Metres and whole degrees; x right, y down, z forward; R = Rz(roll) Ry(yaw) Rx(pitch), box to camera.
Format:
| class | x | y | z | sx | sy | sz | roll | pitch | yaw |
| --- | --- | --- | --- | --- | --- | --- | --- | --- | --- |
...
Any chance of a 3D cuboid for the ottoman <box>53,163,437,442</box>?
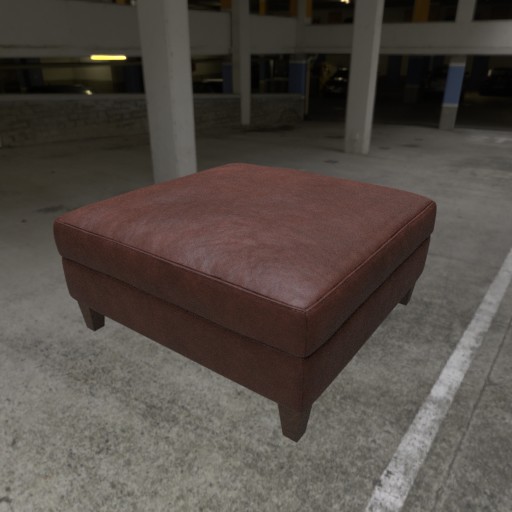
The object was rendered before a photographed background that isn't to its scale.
| class | x | y | z | sx | sy | sz | roll | pitch | yaw |
| --- | --- | --- | --- | --- | --- | --- | --- | --- | --- |
| ottoman | 0.000 | 0.000 | 1.361 | 0.844 | 0.415 | 0.836 | 17 | 30 | 32 |
